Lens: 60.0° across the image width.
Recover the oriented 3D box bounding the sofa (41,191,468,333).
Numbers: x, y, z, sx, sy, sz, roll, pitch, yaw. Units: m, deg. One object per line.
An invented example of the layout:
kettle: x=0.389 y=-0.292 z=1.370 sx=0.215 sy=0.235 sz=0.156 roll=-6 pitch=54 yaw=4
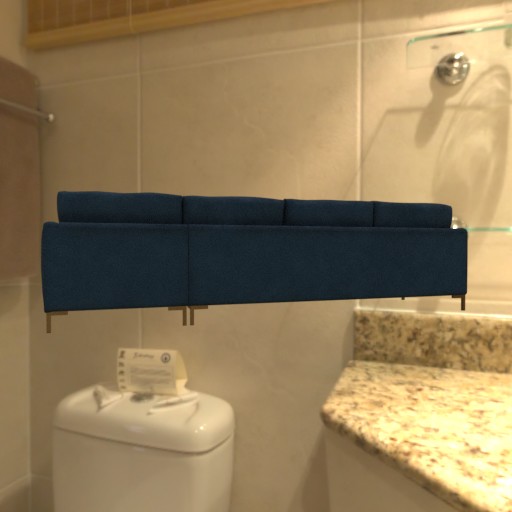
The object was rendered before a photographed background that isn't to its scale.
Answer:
sofa: x=0.000 y=0.000 z=3.483 sx=2.932 sy=0.810 sz=1.350 roll=0 pitch=1 yaw=-18
